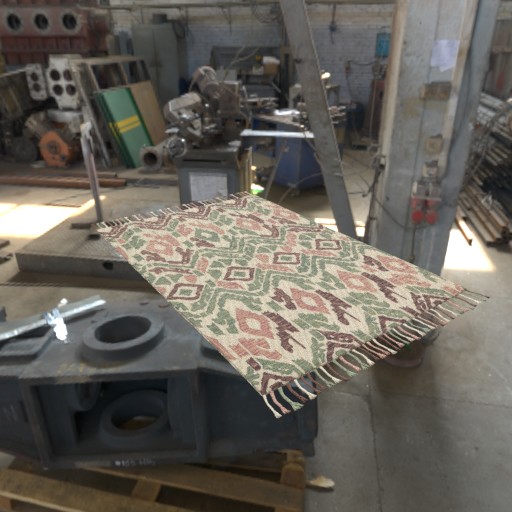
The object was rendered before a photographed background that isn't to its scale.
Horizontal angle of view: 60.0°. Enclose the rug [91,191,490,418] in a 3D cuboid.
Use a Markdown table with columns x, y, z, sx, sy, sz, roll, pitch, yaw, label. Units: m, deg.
| x | y | z | sx | sy | sz | roll | pitch | yaw | label |
| --- | --- | --- | --- | --- | --- | --- | --- | --- | --- |
| 0.000 | 0.000 | 2.981 | 1.524 | 0.011 | 2.438 | -17 | 31 | -31 | rug |
